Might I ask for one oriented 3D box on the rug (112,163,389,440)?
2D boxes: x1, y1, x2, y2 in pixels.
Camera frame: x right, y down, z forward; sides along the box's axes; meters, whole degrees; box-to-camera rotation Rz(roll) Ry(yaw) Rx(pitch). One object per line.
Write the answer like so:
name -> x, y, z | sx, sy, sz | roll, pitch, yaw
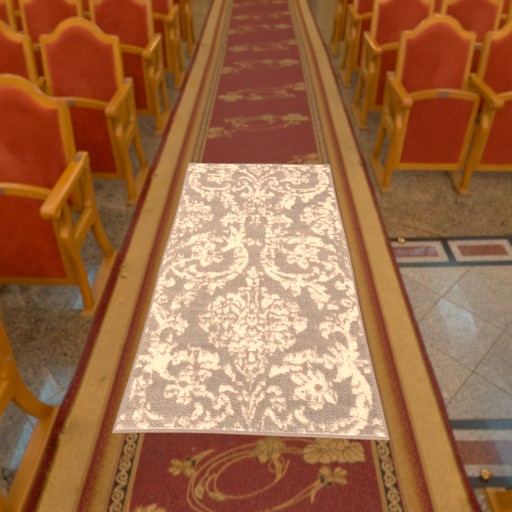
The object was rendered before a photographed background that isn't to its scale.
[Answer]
rug -> 0.000, 0.000, 1.427 | 0.604, 0.007, 1.219 | 1, 40, 1
